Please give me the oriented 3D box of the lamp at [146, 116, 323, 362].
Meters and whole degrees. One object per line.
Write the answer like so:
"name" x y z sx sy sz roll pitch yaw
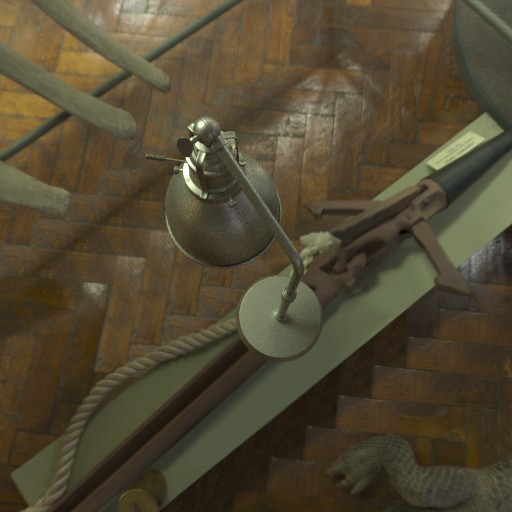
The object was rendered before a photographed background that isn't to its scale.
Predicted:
"lamp" 0.000 0.000 0.571 0.153 0.456 0.286 -37 78 -9
